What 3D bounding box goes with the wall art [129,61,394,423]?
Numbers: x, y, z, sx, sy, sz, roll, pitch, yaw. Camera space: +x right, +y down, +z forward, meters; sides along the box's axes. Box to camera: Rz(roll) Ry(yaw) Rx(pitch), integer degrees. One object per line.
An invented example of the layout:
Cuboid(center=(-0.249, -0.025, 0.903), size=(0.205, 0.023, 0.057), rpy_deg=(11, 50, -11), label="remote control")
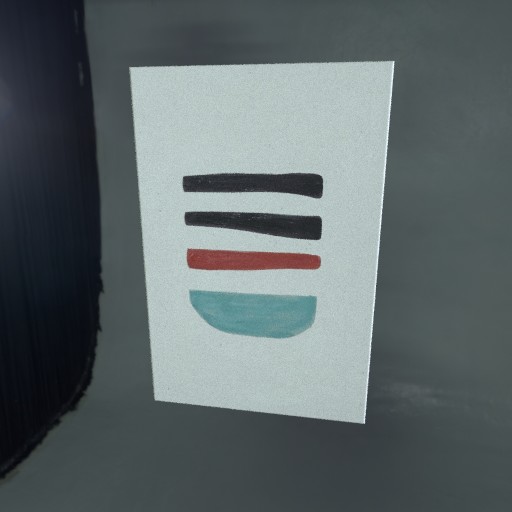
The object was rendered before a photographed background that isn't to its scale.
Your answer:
Cuboid(center=(0.000, 0.000, 1.144), size=(0.607, 0.912, 0.038), rpy_deg=(3, 17, 10), label="wall art")
